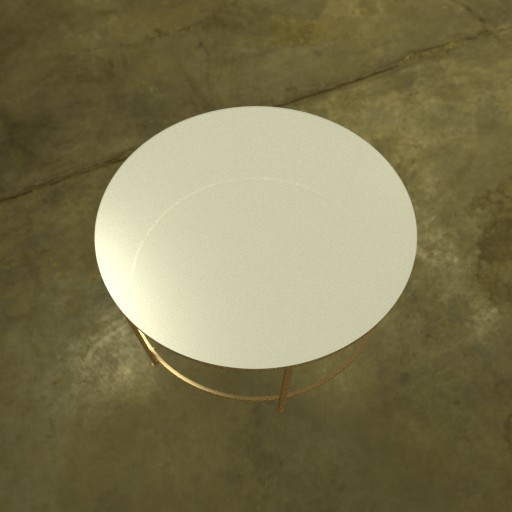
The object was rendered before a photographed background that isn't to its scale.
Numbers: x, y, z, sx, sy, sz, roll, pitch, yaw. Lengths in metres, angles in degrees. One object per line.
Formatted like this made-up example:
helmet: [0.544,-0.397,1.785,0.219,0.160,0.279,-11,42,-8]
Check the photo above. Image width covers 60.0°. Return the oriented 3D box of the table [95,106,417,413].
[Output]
table: [0.000,0.000,1.471,0.914,0.470,0.914,0,58,0]
